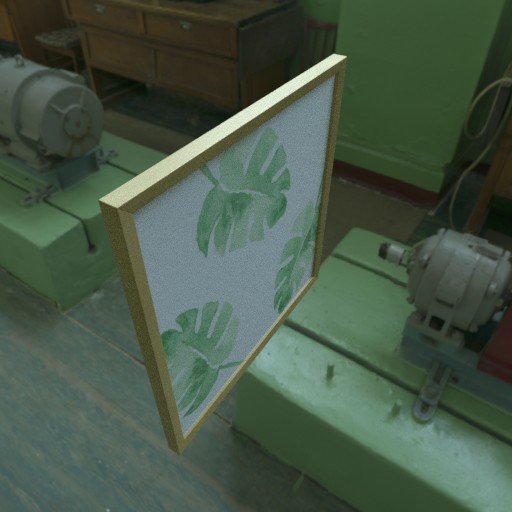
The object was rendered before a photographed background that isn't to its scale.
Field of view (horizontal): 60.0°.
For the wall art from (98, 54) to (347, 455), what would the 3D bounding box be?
[{"bbox_3d":[0.000,0.000,1.111,0.037,0.763,0.763,23,47,24],"label":"wall art"}]
